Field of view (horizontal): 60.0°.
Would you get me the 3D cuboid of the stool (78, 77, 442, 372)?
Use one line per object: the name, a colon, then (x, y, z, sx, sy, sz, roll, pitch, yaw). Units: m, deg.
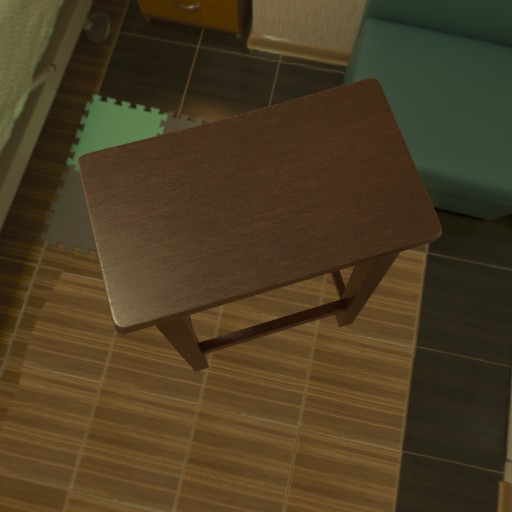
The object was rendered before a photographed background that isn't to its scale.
stool: (0.000, 0.000, 0.839, 0.406, 0.610, 0.322, -16, 76, -4)
